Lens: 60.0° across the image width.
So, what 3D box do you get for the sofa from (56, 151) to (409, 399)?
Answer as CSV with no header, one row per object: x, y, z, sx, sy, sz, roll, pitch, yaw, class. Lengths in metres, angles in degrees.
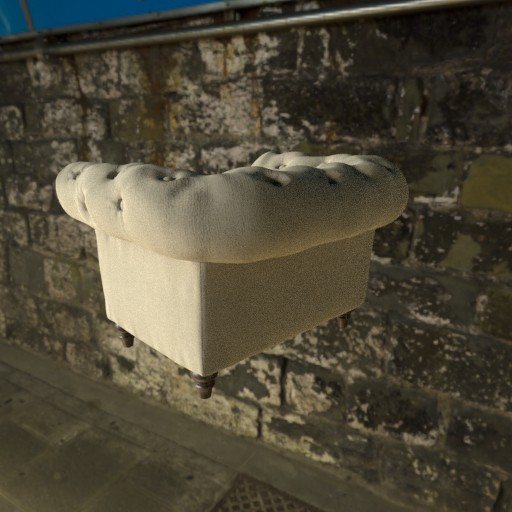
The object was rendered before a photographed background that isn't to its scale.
0.000,0.000,1.995,1.405,0.878,1.034,-15,21,-43,sofa
